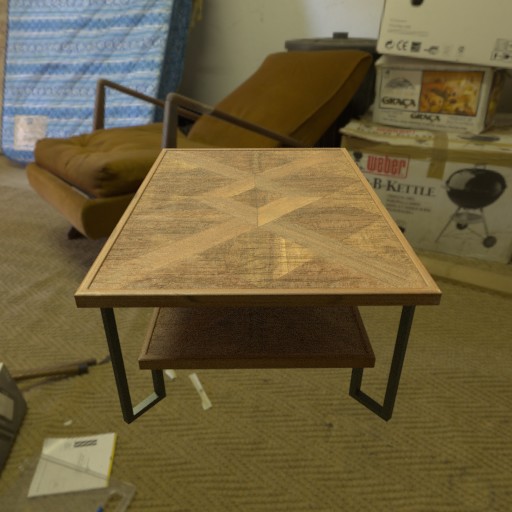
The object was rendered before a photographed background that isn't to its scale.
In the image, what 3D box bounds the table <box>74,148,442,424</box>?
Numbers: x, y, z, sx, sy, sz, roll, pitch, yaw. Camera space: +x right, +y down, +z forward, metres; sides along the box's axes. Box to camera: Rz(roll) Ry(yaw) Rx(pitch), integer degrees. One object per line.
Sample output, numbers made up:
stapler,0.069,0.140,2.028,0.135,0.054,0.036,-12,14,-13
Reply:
table,0.000,0.000,1.709,0.877,0.492,1.238,0,29,-1
